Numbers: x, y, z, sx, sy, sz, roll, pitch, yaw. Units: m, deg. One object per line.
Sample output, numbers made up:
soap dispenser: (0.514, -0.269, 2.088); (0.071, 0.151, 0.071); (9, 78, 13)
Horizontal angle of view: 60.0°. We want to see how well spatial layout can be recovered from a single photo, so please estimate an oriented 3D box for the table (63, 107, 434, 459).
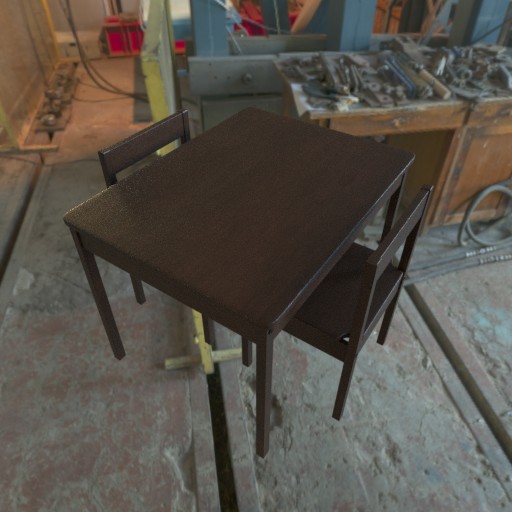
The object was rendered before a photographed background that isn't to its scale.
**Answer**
table: (0.000, 0.000, 1.108); (0.672, 0.503, 0.650); (24, 47, 25)
